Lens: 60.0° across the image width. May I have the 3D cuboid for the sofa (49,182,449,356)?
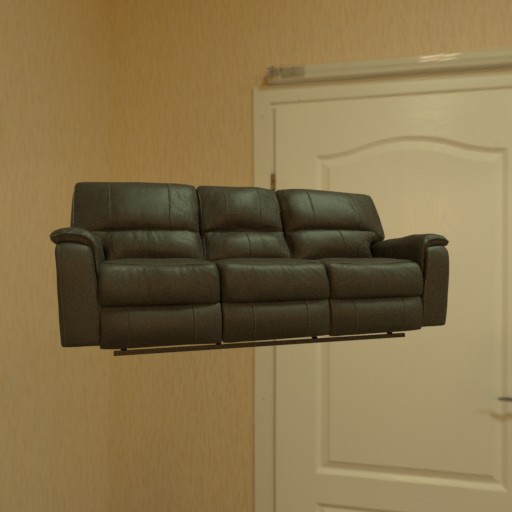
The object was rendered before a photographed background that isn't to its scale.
[{"bbox_3d":[0.000,0.000,3.203,2.627,1.134,1.104,0,0,-18],"label":"sofa"}]
